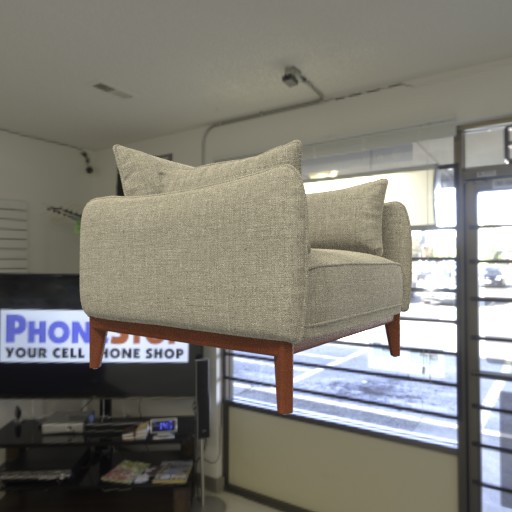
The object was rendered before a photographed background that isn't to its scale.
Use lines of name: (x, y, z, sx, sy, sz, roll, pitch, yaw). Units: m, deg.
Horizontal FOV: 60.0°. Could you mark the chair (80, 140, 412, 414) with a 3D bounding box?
chair: (0.000, 0.000, 1.750, 0.976, 0.839, 0.993, -1, -1, 36)
